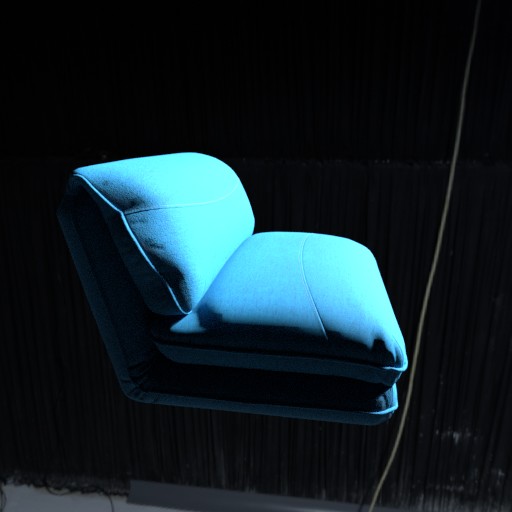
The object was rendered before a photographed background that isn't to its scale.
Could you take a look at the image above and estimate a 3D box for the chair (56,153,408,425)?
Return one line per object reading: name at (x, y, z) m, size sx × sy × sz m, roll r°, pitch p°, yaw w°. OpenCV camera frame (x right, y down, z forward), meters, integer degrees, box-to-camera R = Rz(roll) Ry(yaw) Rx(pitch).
chair at (0.000, 0.000, 1.317) m, size 0.780 × 0.580 × 0.820 m, roll 2°, pitch 15°, yaw 9°
